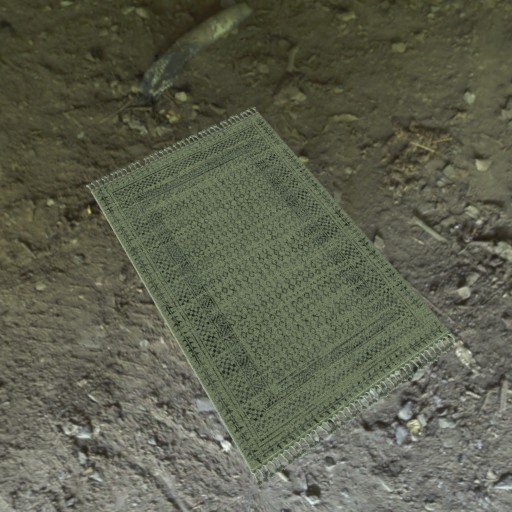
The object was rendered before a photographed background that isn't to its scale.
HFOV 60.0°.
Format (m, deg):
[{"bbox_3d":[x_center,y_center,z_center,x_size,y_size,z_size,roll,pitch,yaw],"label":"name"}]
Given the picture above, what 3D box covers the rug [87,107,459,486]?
[{"bbox_3d":[0.000,0.000,3.131,1.548,0.013,2.486,-30,66,-14],"label":"rug"}]
